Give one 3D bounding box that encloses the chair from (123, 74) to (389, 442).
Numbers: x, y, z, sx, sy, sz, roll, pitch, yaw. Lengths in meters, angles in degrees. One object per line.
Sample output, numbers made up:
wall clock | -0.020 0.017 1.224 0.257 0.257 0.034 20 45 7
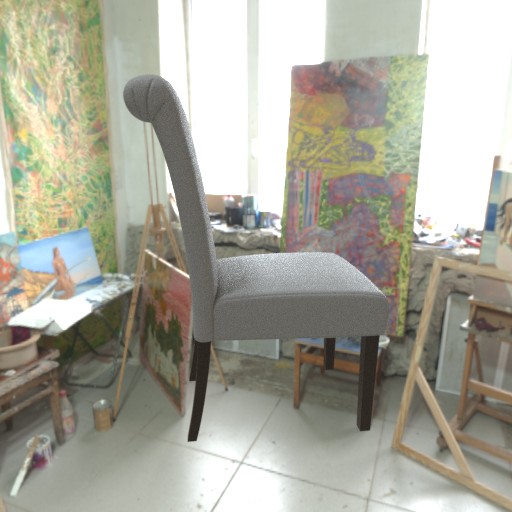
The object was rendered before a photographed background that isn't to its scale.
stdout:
chair | 0.000 0.000 1.358 0.671 1.006 0.456 -2 15 -7
